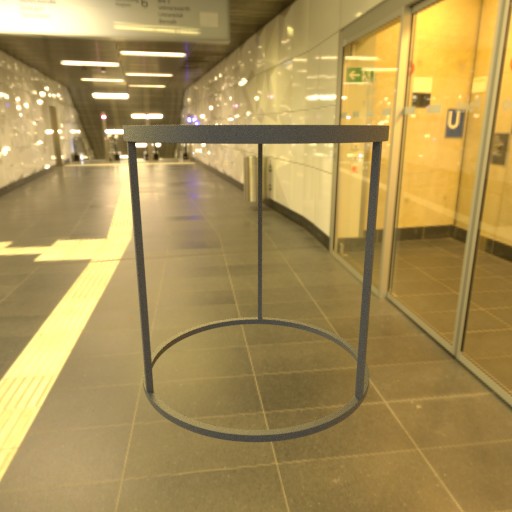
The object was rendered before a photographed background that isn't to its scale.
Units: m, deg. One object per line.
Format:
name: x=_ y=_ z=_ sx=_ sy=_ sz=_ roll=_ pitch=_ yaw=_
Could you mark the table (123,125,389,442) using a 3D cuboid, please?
table: x=0.000 y=0.000 z=0.881 sx=0.470 sy=0.498 sz=0.470 roll=0 pitch=16 yaw=0
